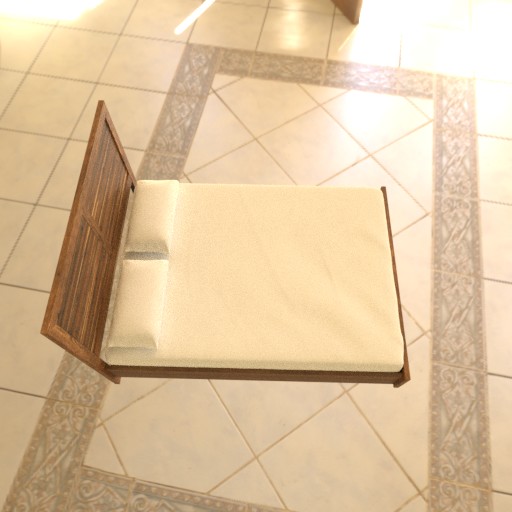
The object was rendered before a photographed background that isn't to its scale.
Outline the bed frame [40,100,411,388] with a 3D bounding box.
[{"bbox_3d":[0.000,0.000,3.371,2.276,1.417,1.696,1,63,1],"label":"bed frame"}]
